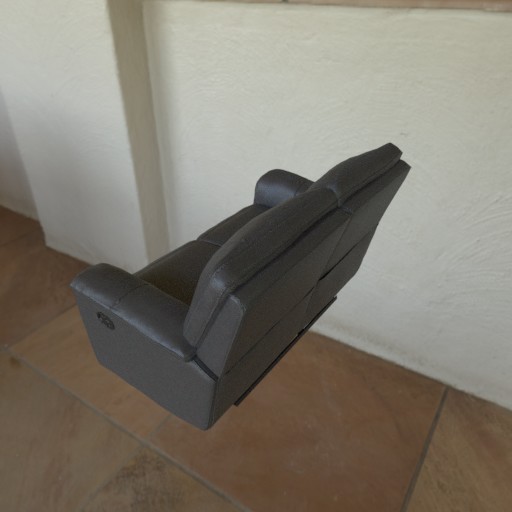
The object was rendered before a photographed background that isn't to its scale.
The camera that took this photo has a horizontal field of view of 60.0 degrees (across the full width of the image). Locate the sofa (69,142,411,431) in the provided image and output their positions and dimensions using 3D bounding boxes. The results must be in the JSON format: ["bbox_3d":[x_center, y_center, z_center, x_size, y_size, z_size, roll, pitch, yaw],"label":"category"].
[{"bbox_3d":[0.000,0.000,2.511,1.104,1.111,1.765,21,38,30],"label":"sofa"}]
